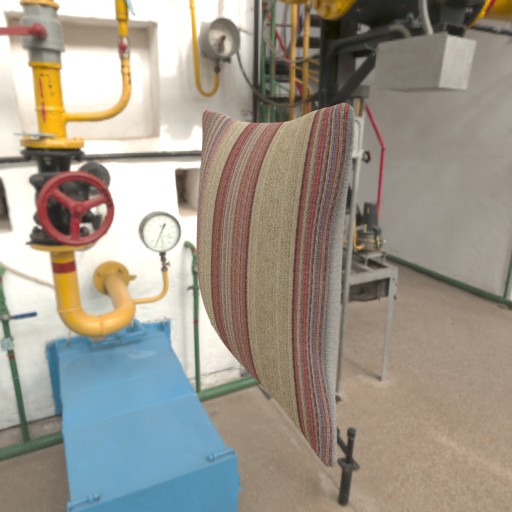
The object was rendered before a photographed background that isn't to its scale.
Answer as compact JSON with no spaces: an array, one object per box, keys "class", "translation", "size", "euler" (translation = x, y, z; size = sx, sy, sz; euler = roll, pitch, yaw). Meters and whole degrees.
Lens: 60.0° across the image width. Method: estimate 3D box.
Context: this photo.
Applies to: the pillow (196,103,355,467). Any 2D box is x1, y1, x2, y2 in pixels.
[{"class":"pillow","translation":[0.000,0.000,0.657],"size":[0.136,0.419,0.437],"euler":[-8,19,-24]}]
